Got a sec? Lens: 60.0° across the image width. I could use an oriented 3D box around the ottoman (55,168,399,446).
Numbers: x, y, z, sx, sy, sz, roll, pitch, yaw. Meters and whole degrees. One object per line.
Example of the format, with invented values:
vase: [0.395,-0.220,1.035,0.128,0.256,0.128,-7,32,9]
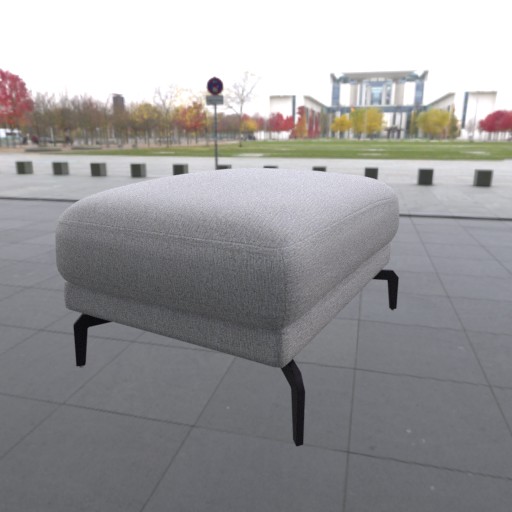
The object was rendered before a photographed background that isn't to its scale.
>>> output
ottoman: [0.000,0.000,1.104,0.568,0.420,0.772,8,17,28]
